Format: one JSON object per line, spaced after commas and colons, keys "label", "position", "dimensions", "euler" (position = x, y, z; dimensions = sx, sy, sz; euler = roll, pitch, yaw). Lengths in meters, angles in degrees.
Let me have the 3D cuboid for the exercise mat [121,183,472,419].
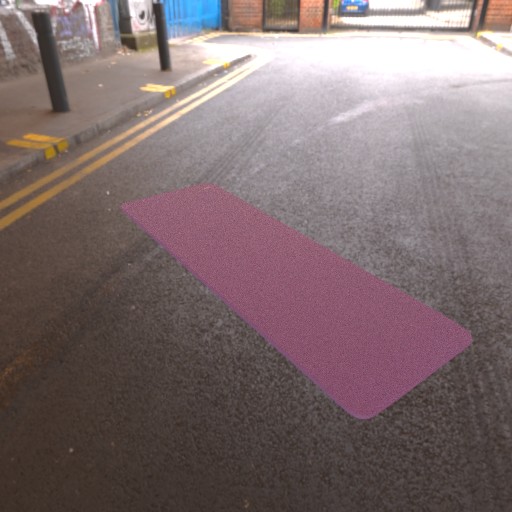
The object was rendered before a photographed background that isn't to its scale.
{"label": "exercise mat", "position": [0.000, 0.000, 2.074], "dimensions": [0.616, 0.021, 1.869], "euler": [-21, 37, -31]}
